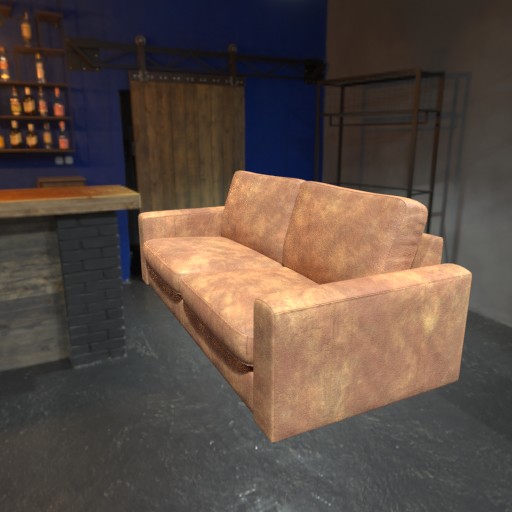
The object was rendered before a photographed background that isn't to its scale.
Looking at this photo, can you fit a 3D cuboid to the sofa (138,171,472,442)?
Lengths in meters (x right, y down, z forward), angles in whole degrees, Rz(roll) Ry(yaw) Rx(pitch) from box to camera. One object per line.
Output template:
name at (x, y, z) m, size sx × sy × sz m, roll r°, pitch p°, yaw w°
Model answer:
sofa at (0.000, 0.000, 2.660) m, size 1.016 × 0.873 × 2.179 m, roll -7°, pitch 17°, yaw -25°
